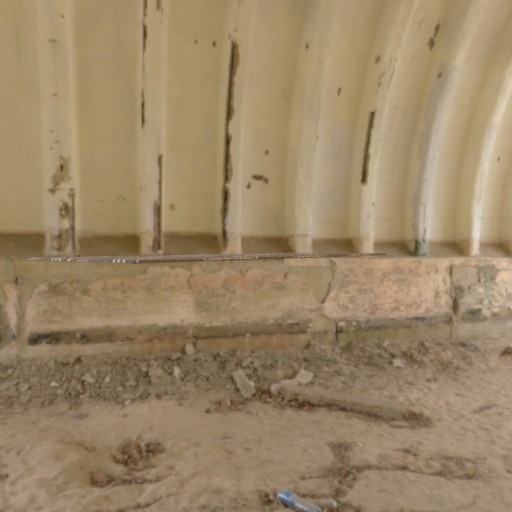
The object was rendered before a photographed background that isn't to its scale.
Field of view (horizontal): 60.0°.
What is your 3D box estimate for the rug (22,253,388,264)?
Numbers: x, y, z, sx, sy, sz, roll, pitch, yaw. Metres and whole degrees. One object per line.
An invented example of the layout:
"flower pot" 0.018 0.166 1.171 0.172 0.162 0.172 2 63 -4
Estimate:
"rug" 0.000 0.000 2.730 0.773 0.012 2.464 1 1 36
